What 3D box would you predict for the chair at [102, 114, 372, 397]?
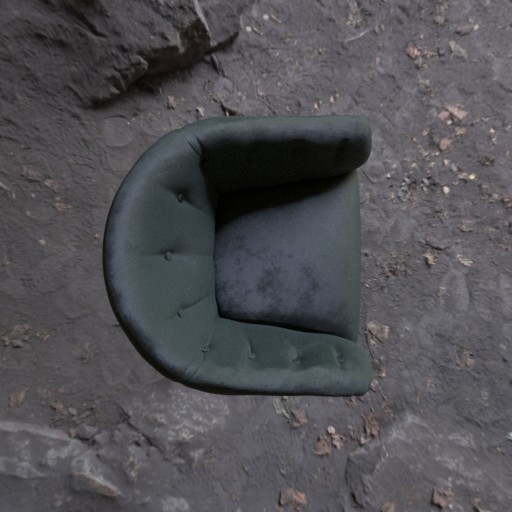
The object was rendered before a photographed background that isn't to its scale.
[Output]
[{"bbox_3d":[0.000,0.000,1.518,0.776,0.885,0.851,0,90,1],"label":"chair"}]
